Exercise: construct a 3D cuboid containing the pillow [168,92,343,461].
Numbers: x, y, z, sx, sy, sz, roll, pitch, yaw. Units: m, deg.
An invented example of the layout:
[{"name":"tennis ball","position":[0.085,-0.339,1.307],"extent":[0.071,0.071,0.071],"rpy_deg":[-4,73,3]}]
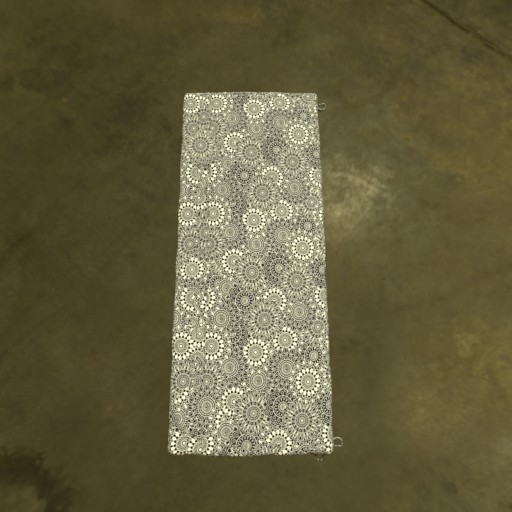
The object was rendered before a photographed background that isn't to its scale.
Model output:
[{"name":"pillow","position":[0.000,0.000,1.385],"extent":[0.492,0.081,1.187],"rpy_deg":[0,75,0]}]
